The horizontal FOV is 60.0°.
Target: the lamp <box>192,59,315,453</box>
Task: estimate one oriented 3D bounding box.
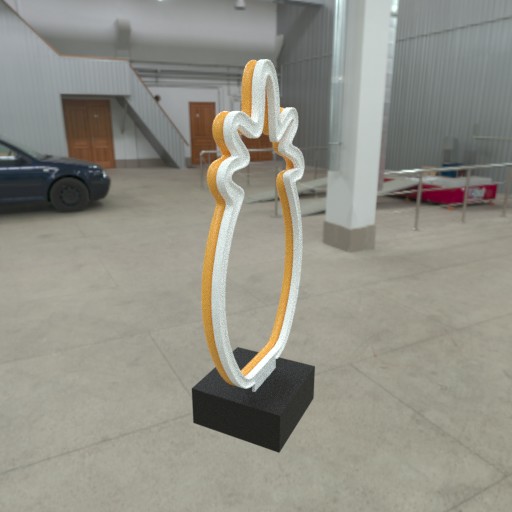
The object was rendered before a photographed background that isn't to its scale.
[{"bbox_3d":[0.000,0.000,0.390,0.088,0.317,0.167,8,19,25],"label":"lamp"}]
